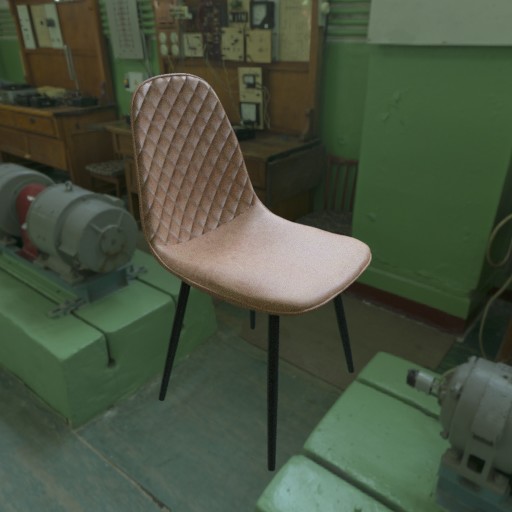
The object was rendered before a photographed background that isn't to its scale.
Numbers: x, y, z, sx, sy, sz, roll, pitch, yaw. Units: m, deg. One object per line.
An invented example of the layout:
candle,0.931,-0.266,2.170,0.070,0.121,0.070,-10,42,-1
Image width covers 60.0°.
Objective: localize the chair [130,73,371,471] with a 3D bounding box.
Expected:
chair,0.000,0.000,1.197,0.561,0.889,0.472,18,32,32
